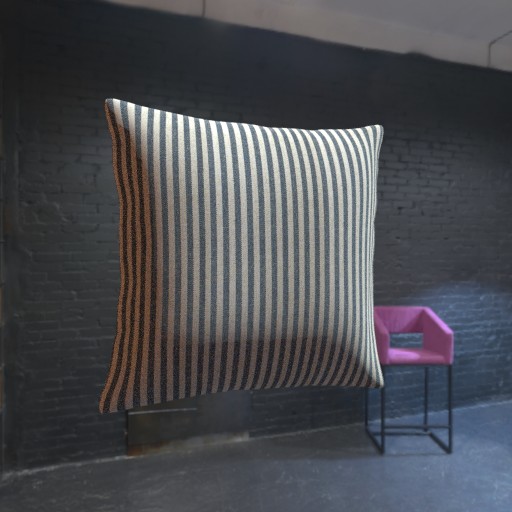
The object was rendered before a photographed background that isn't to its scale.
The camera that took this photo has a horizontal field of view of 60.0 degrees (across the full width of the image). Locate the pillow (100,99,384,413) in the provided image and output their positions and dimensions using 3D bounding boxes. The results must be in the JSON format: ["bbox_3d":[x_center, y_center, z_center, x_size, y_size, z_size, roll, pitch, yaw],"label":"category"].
[{"bbox_3d":[0.000,0.000,0.787,0.523,0.510,0.166,0,0,-17],"label":"pillow"}]
